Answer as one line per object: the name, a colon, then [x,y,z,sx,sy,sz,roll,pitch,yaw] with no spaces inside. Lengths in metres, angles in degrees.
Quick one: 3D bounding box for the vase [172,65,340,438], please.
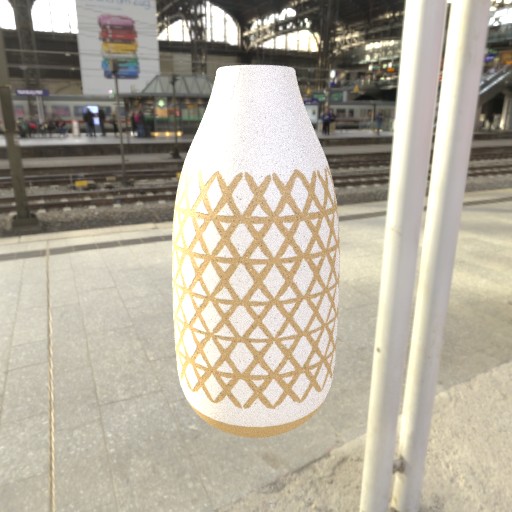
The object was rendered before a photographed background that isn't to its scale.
vase: [0.000,0.000,0.487,0.186,0.380,0.186,0,17,0]
